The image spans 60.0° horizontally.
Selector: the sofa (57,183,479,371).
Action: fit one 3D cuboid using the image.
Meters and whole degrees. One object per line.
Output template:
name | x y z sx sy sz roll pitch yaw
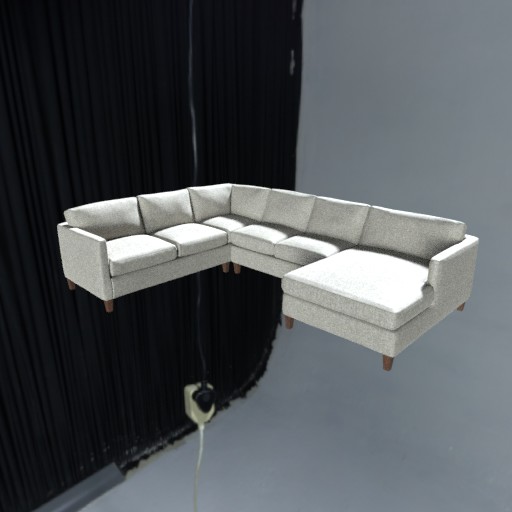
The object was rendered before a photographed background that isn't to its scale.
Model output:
sofa | 0.000 0.000 4.508 3.460 0.959 2.593 17 25 41
